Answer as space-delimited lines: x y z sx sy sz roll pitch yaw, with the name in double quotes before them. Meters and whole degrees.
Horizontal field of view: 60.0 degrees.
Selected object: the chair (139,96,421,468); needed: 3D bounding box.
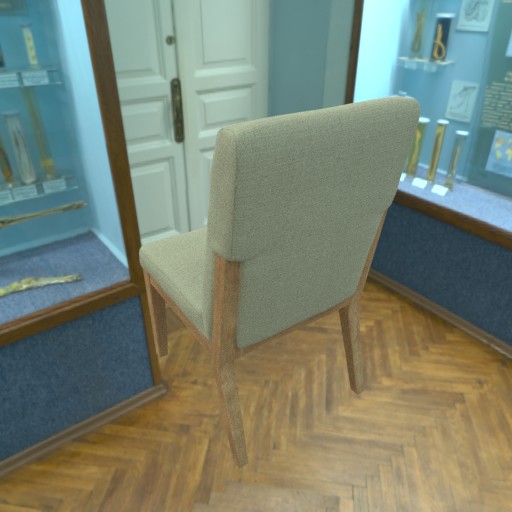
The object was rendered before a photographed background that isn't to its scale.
"chair" 0.000 0.000 1.261 0.507 0.911 0.586 -20 36 -29
